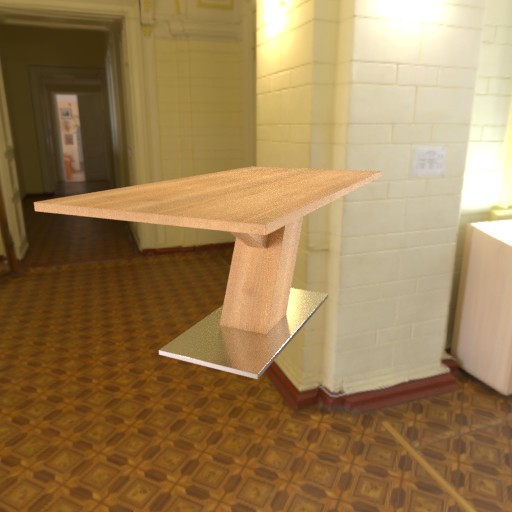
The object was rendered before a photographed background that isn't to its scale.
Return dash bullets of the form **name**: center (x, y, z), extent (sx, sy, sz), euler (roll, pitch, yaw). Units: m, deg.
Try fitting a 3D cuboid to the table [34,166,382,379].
- **table**: center (0.000, 0.000, 2.276), extent (0.900, 0.750, 1.800), euler (7, 17, 24)
